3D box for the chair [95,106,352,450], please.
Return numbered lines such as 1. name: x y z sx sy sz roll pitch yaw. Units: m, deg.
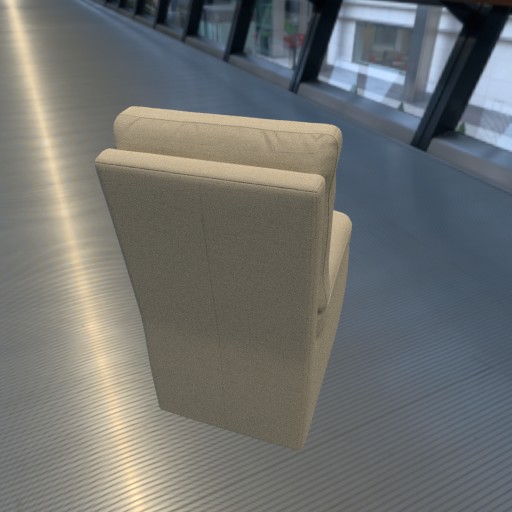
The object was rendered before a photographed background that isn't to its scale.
1. chair: 0.000 0.000 1.324 0.503 0.927 0.698 10 34 16
